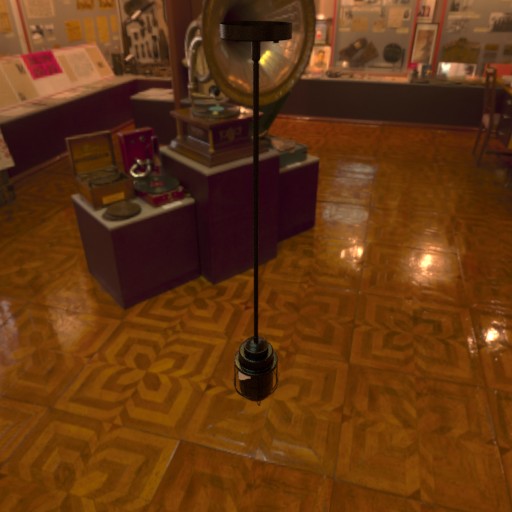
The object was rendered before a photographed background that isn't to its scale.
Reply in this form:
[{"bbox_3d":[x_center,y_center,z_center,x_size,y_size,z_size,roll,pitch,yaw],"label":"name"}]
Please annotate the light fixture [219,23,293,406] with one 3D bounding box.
[{"bbox_3d":[0.000,0.000,0.988,0.123,0.920,0.123,9,33,15],"label":"light fixture"}]
